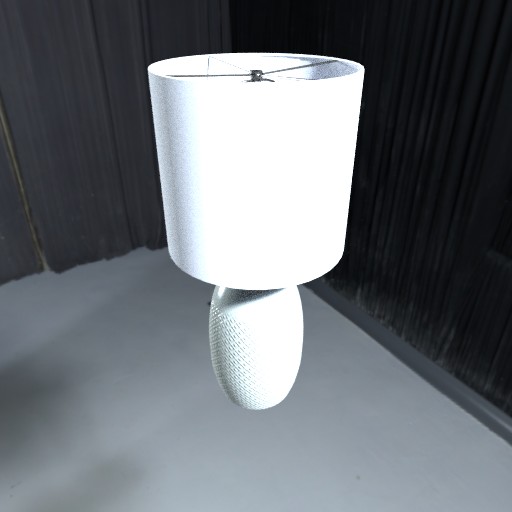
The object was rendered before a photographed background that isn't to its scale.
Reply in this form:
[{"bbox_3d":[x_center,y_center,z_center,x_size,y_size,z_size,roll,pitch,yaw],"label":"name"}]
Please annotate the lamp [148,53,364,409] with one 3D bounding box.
[{"bbox_3d":[0.000,0.000,0.568,0.217,0.453,0.217,-18,35,-27],"label":"lamp"}]
